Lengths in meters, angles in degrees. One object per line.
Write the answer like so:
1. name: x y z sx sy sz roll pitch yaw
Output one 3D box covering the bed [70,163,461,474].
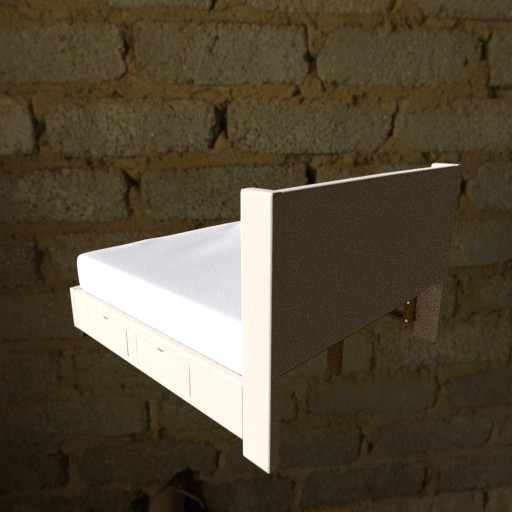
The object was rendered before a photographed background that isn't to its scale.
1. bed: 0.000 0.000 3.593 2.293 1.471 2.145 15 22 42
